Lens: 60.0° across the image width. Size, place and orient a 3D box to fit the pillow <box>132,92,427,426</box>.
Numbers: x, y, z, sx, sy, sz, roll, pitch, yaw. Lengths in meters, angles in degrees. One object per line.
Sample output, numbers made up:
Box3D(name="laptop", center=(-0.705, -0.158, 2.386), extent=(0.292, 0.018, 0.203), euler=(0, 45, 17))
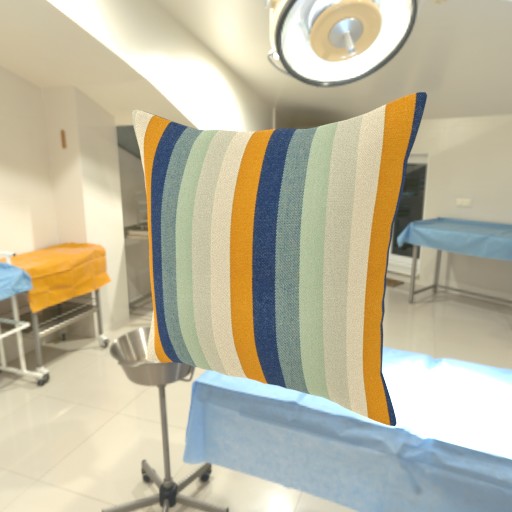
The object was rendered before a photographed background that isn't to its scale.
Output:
Box3D(name="pillow", center=(0.000, 0.000, 0.688), extent=(0.463, 0.454, 0.173), euler=(7, 15, 27))
